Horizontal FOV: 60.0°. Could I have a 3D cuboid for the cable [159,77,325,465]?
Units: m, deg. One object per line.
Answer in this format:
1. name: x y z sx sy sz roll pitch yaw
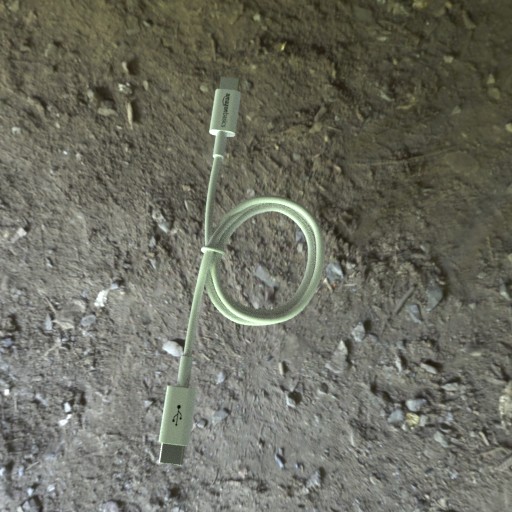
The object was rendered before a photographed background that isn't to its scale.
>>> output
1. cable: 0.000 0.000 0.224 0.070 0.014 0.203 6 77 2
